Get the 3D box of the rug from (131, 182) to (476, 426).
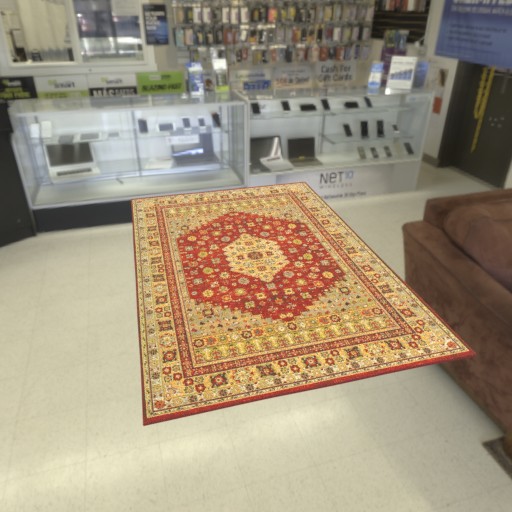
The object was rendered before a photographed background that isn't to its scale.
[{"bbox_3d":[0.000,0.000,2.240,1.194,0.013,1.802,-8,31,-13],"label":"rug"}]
